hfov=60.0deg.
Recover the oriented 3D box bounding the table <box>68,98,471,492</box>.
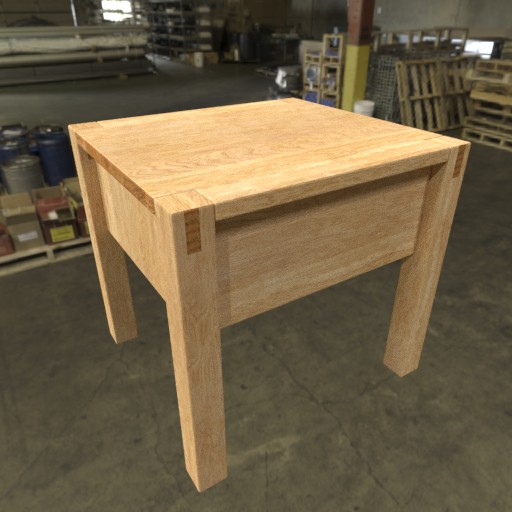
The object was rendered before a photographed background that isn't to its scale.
[{"bbox_3d":[0.000,0.000,0.816,0.480,0.450,0.440,-18,34,-28],"label":"table"}]
